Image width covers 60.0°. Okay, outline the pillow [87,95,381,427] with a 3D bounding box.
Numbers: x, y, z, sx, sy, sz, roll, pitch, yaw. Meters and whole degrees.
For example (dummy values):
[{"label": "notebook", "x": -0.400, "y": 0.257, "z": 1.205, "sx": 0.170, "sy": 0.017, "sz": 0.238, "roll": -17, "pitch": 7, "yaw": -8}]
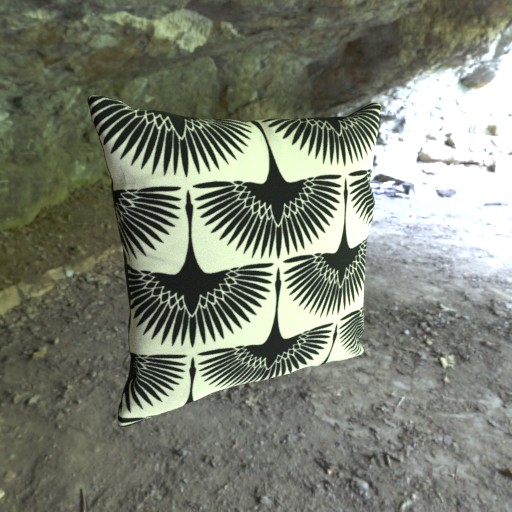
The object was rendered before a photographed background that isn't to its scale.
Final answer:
[{"label": "pillow", "x": 0.000, "y": 0.000, "z": 0.648, "sx": 0.432, "sy": 0.432, "sz": 0.139, "roll": -9, "pitch": 19, "yaw": -27}]
